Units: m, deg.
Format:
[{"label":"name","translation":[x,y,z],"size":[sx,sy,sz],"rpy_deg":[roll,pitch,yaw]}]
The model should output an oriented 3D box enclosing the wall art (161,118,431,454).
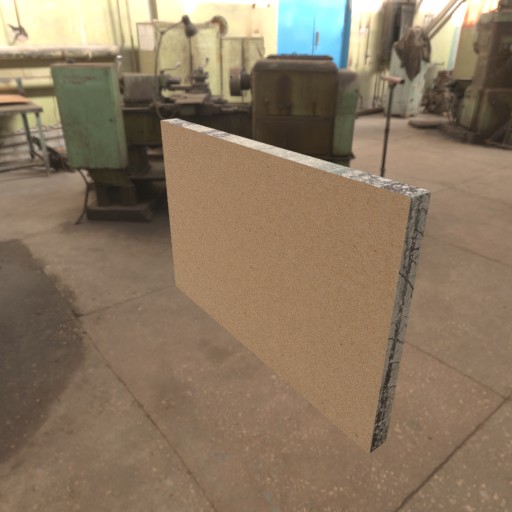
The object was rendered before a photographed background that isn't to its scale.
[{"label":"wall art","translation":[0.000,0.000,0.800],"size":[0.042,0.398,0.618],"rpy_deg":[-18,31,-32]}]
